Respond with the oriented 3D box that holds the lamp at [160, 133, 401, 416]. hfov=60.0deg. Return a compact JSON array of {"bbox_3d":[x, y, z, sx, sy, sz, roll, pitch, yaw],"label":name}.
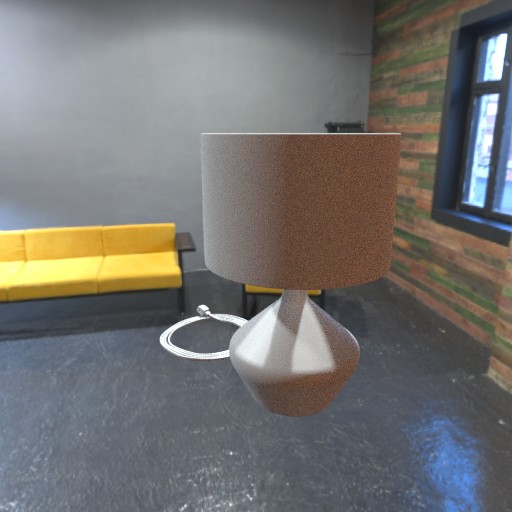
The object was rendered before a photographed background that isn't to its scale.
[{"bbox_3d":[0.000,0.000,0.858,0.401,0.457,0.546,-3,16,-9],"label":"lamp"}]
